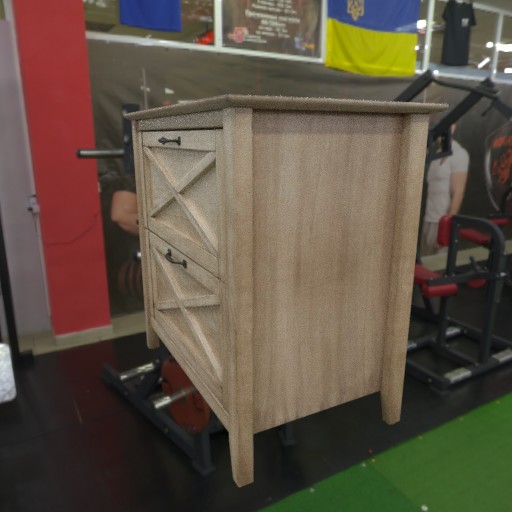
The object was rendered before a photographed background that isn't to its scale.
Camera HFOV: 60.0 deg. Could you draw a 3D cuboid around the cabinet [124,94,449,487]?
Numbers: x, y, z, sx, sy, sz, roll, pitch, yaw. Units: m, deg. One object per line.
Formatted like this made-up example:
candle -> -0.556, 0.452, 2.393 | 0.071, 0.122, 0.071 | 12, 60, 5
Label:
cabinet -> 0.000, 0.000, 1.217 | 0.503, 0.762, 0.763 | -8, 17, -27
